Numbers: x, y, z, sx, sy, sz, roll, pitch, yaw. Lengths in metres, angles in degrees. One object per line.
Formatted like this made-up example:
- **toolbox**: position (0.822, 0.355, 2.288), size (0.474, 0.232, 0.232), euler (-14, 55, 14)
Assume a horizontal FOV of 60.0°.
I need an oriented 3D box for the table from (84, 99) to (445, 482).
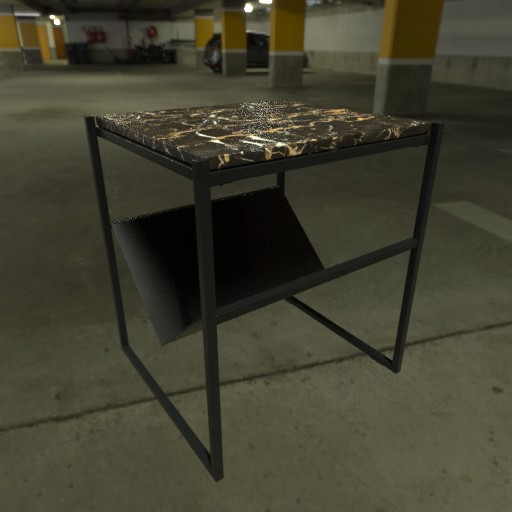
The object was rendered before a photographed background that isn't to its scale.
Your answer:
- **table**: position (0.000, 0.000, 0.892), size (0.469, 0.534, 0.432), euler (-17, 30, -32)
